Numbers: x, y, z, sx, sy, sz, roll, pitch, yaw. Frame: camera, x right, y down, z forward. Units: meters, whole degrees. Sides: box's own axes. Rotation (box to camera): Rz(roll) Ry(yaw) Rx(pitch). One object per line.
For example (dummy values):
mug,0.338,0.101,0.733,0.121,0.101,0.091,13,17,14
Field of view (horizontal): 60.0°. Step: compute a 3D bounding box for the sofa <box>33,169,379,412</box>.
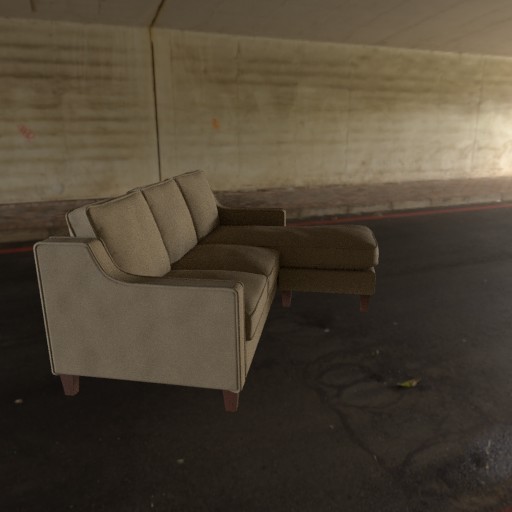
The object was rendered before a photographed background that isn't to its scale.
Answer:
sofa,0.000,0.000,3.232,1.858,1.066,2.317,3,16,9
